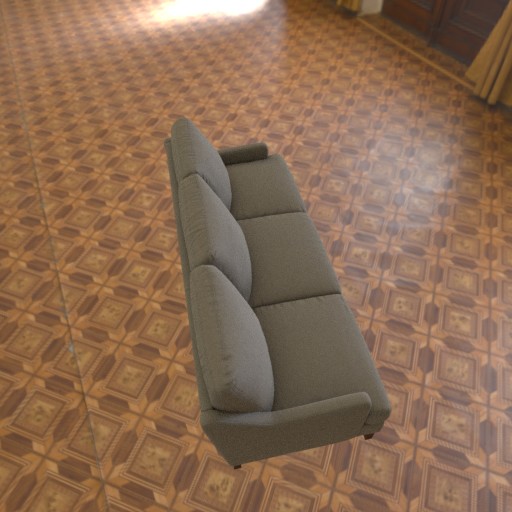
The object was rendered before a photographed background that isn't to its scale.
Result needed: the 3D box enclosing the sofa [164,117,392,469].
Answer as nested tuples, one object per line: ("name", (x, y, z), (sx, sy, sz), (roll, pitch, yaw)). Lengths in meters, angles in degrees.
("sofa", (0.000, 0.000, 2.937), (0.987, 0.926, 2.344), (-9, 48, -8))
